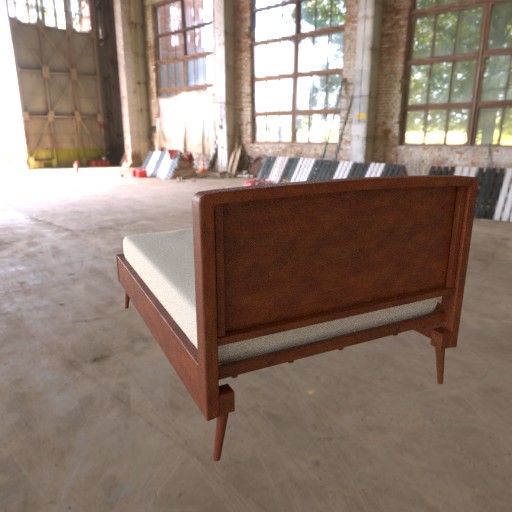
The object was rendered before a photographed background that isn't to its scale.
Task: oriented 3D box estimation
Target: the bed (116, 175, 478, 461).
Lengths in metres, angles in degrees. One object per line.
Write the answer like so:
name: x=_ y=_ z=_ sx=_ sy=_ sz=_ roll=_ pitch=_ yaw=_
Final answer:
bed: x=0.000 y=0.000 z=3.149 sx=1.587 sy=1.275 sz=2.196 roll=-8 pitch=17 yaw=-26
